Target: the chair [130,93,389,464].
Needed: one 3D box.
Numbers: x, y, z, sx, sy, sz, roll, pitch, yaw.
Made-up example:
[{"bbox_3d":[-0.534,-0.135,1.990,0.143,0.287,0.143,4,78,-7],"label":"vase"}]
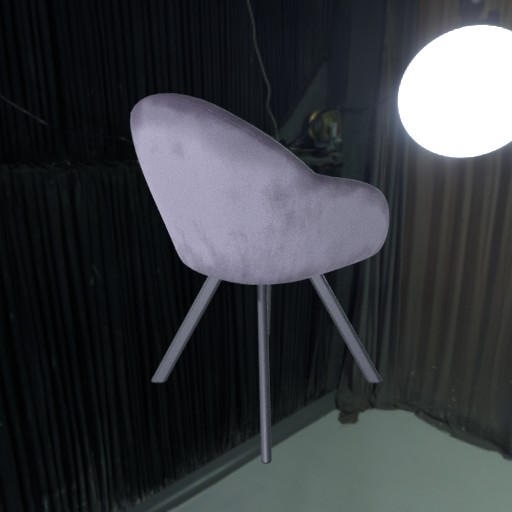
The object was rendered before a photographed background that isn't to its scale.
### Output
[{"bbox_3d":[0.000,0.000,1.194,0.590,0.795,0.550,-15,21,-42],"label":"chair"}]
